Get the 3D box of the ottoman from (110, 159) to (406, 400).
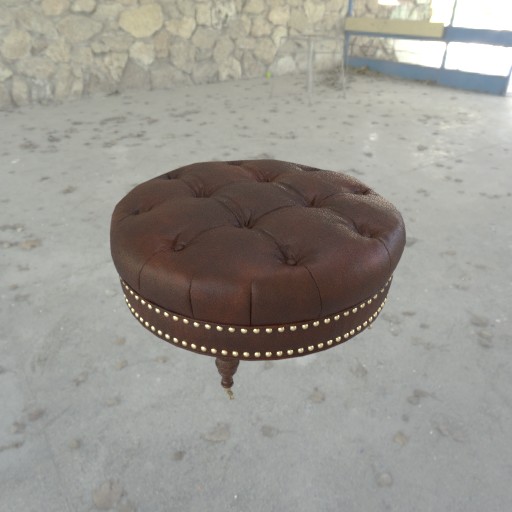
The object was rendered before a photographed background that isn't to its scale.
[{"bbox_3d":[0.000,0.000,1.434,0.901,0.455,0.901,0,30,0],"label":"ottoman"}]
